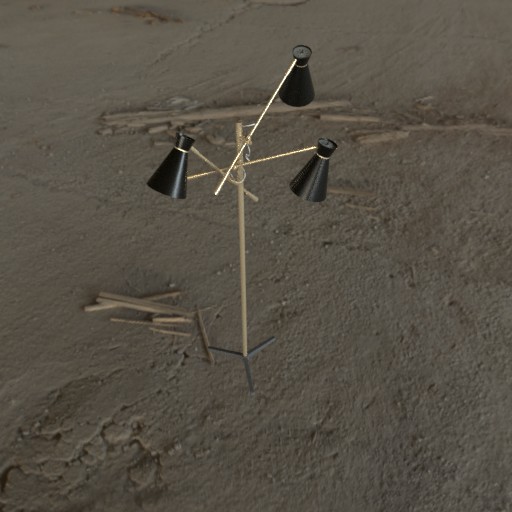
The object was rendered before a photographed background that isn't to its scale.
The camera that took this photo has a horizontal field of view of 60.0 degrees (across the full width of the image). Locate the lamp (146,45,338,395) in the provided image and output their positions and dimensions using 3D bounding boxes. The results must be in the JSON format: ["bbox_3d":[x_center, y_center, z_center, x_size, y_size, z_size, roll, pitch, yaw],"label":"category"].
[{"bbox_3d":[0.000,0.000,2.152,0.653,1.804,0.750,13,43,14],"label":"lamp"}]
